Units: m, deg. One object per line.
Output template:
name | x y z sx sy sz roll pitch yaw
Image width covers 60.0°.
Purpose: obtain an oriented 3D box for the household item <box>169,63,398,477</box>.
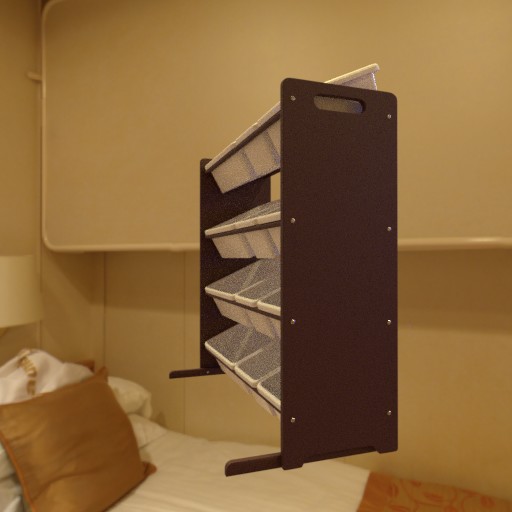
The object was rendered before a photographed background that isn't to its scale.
household item | 0.000 0.000 1.284 0.389 0.864 0.787 0 0 -19
